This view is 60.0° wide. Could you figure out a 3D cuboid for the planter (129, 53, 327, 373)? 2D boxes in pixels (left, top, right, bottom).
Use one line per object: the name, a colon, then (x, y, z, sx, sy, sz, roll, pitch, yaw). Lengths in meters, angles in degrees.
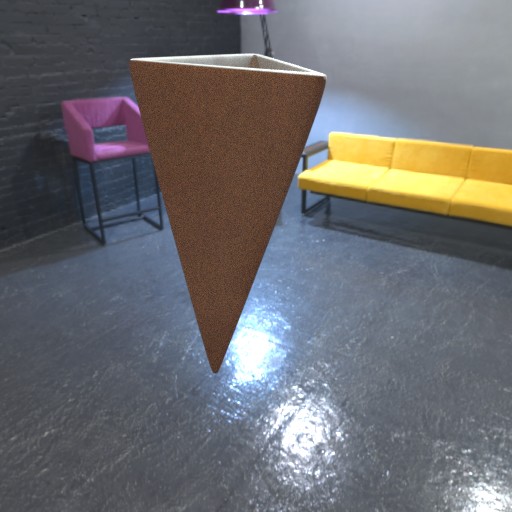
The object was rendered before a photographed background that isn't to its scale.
planter: (0.000, 0.000, 0.158, 0.047, 0.130, 0.058, 18, 31, 32)
